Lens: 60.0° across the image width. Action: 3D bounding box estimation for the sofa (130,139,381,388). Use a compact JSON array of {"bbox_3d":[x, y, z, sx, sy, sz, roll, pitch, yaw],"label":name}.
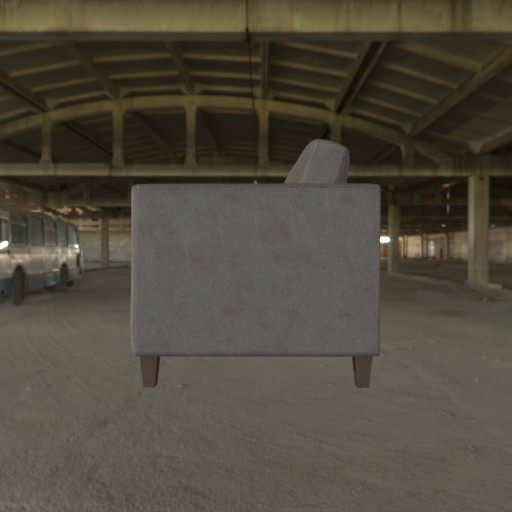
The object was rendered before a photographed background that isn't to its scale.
[{"bbox_3d":[0.000,0.000,2.703,0.951,0.965,2.208,0,1,0],"label":"sofa"}]
